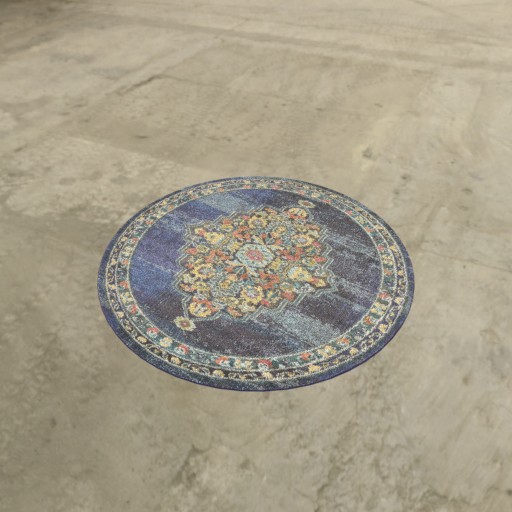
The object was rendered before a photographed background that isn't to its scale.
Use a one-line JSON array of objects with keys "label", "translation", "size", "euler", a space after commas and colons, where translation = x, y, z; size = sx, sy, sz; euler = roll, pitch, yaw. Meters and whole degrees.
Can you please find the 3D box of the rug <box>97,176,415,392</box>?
[{"label": "rug", "translation": [0.000, 0.000, 3.452], "size": [2.386, 0.014, 2.386], "euler": [0, 41, 0]}]
